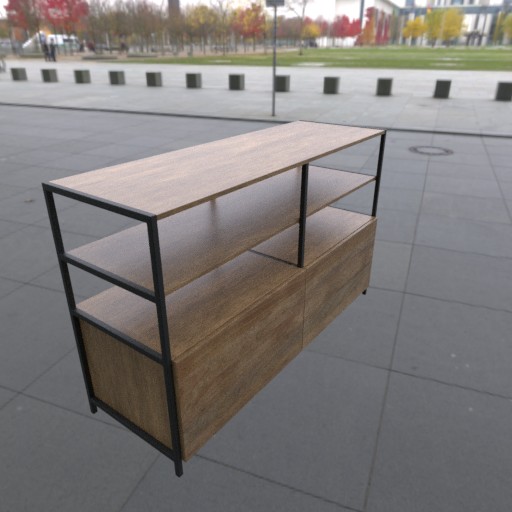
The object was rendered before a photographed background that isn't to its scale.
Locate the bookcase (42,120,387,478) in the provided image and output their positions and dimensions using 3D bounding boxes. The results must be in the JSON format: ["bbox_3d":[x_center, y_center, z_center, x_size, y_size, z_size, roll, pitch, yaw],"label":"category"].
[{"bbox_3d":[0.000,0.000,1.492,0.391,0.712,1.149,18,31,32],"label":"bookcase"}]
